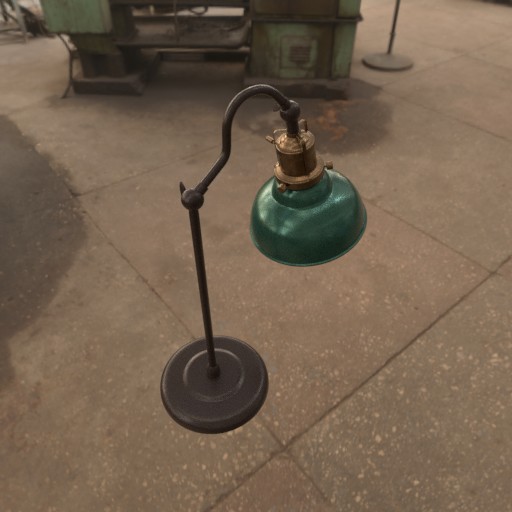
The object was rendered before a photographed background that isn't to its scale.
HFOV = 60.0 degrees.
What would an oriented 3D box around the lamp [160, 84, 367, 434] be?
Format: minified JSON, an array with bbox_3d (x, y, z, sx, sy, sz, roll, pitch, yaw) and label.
[{"bbox_3d":[0.000,0.000,0.661,0.374,0.508,0.192,-26,48,-26],"label":"lamp"}]
